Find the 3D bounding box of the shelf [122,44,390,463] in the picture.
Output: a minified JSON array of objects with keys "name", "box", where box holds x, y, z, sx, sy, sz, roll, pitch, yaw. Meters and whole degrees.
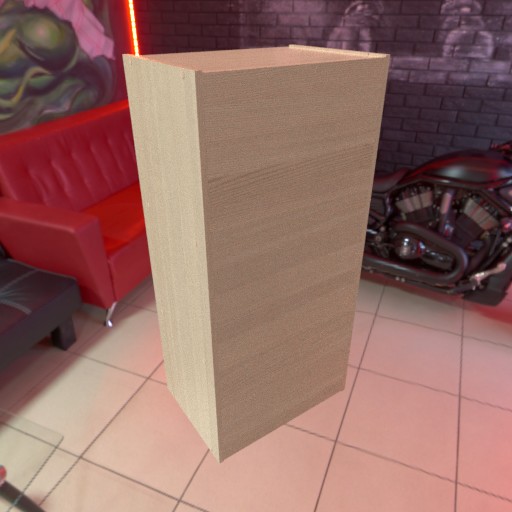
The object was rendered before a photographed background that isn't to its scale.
[{"name":"shelf","box":[0.000,0.000,1.054,0.417,0.876,0.292,-19,35,-30]}]
